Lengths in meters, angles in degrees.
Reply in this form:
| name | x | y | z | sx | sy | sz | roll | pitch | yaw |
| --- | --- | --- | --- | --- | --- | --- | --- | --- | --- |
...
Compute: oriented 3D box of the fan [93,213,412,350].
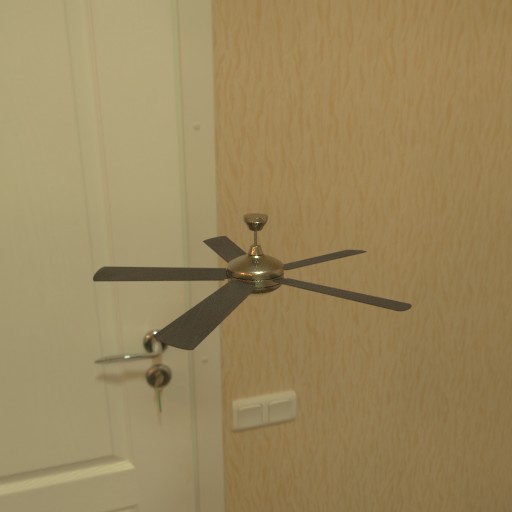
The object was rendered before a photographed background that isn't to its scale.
| name | x | y | z | sx | sy | sz | roll | pitch | yaw |
| --- | --- | --- | --- | --- | --- | --- | --- | --- | --- |
| fan | 0.000 | 0.000 | 1.924 | 1.321 | 0.356 | 1.321 | 16 | 22 | 43 |
